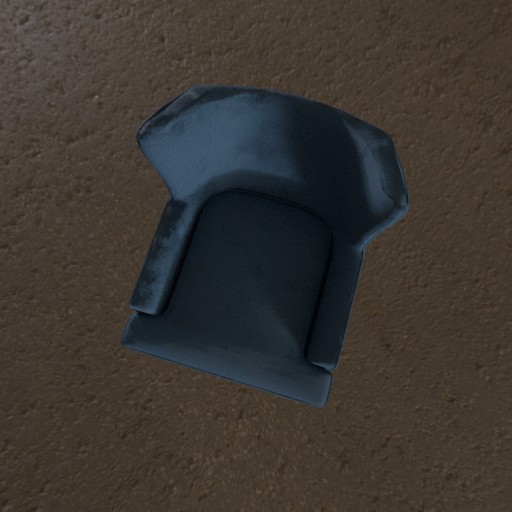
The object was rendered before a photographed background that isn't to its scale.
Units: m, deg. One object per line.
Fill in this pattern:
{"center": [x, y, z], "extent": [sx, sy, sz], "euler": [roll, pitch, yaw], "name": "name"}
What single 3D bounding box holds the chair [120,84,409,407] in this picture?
{"center": [0.000, 0.000, 1.650], "extent": [0.793, 0.952, 0.910], "euler": [16, 75, 4], "name": "chair"}
